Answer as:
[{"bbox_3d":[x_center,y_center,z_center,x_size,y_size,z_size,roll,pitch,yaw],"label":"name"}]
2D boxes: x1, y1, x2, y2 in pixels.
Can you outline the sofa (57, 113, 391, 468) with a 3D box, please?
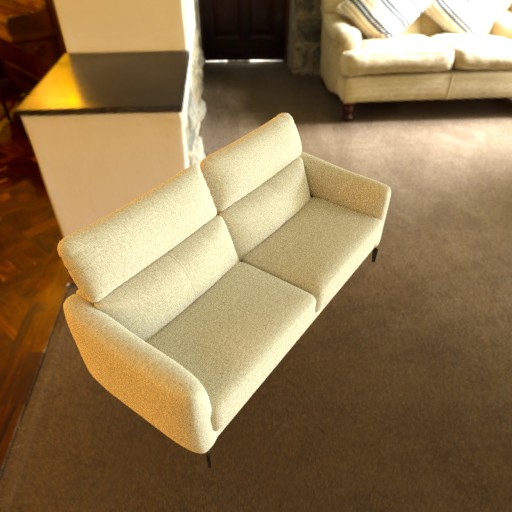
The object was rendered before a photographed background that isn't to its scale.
[{"bbox_3d":[0.000,0.000,2.533,0.856,0.956,2.015,25,46,27],"label":"sofa"}]
